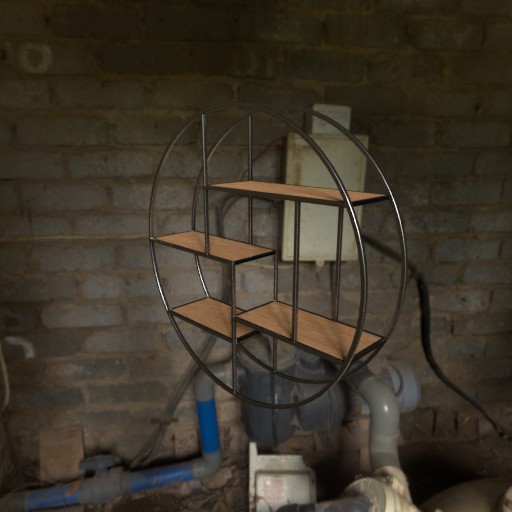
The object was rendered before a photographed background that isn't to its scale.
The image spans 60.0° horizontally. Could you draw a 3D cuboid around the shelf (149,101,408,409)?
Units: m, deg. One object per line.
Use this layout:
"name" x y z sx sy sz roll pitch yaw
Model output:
"shelf" 0.000 0.000 1.363 0.888 0.888 0.202 15 21 43
